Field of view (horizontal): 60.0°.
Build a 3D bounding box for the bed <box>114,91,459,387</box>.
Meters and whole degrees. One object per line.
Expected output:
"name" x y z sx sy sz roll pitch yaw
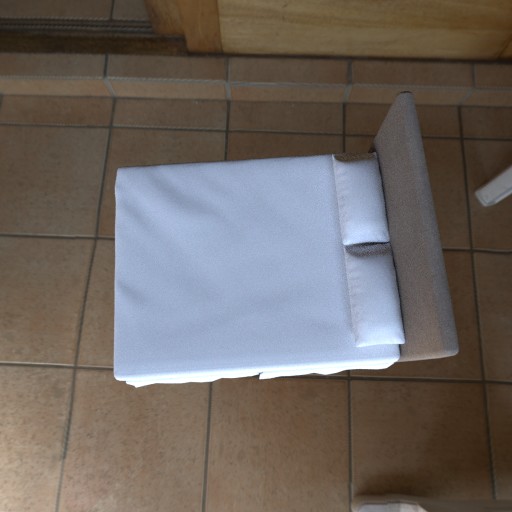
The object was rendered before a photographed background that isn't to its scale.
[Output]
"bed" 0.000 0.000 3.196 2.142 1.330 1.723 -4 75 -1
